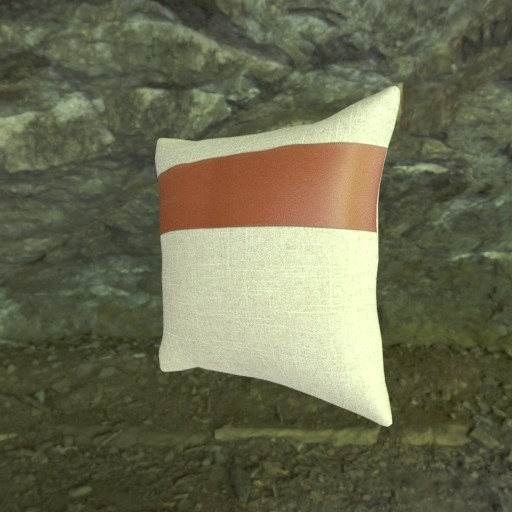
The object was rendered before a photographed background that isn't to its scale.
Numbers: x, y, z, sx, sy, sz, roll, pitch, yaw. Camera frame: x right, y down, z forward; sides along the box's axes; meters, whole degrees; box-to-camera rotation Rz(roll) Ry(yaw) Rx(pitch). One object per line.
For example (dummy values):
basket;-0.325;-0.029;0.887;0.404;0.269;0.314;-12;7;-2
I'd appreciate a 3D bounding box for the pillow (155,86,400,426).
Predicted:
pillow;0.000;0.000;0.639;0.414;0.399;0.173;1;1;37
